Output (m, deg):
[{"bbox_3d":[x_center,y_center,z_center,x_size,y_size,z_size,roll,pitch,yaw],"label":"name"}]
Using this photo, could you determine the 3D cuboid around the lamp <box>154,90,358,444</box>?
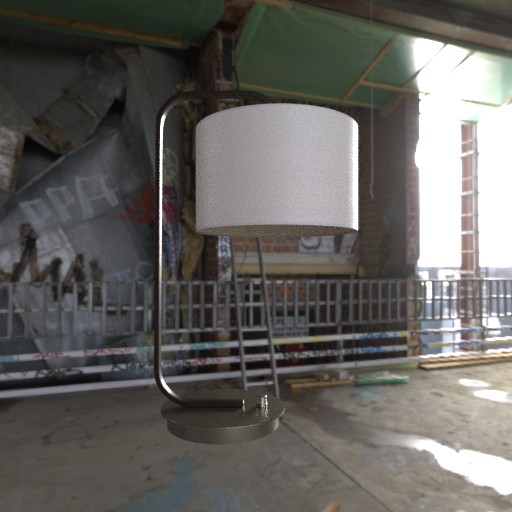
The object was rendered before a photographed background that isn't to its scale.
[{"bbox_3d":[0.000,0.000,0.635,0.288,0.473,0.230,0,-1,0],"label":"lamp"}]
